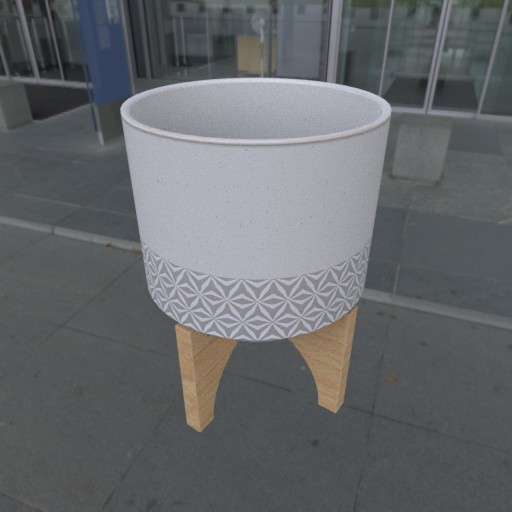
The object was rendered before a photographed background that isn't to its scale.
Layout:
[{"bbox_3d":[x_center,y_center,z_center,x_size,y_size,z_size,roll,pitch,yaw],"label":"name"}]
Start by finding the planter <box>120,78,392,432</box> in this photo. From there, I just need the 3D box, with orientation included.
[{"bbox_3d":[0.000,0.000,0.385,0.188,0.260,0.188,0,31,0],"label":"planter"}]
